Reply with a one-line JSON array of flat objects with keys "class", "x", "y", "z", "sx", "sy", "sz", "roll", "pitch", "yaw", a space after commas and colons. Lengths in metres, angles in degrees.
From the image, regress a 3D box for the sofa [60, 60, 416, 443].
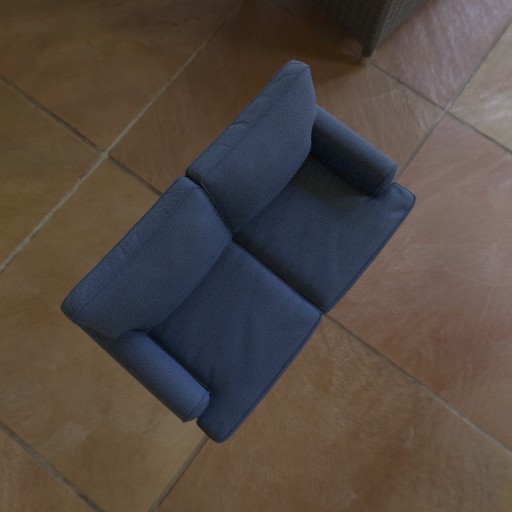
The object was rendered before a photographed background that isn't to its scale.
[{"class": "sofa", "x": 0.000, "y": 0.000, "z": 2.264, "sx": 0.965, "sy": 0.965, "sz": 1.651, "roll": 39, "pitch": 80, "yaw": 9}]
